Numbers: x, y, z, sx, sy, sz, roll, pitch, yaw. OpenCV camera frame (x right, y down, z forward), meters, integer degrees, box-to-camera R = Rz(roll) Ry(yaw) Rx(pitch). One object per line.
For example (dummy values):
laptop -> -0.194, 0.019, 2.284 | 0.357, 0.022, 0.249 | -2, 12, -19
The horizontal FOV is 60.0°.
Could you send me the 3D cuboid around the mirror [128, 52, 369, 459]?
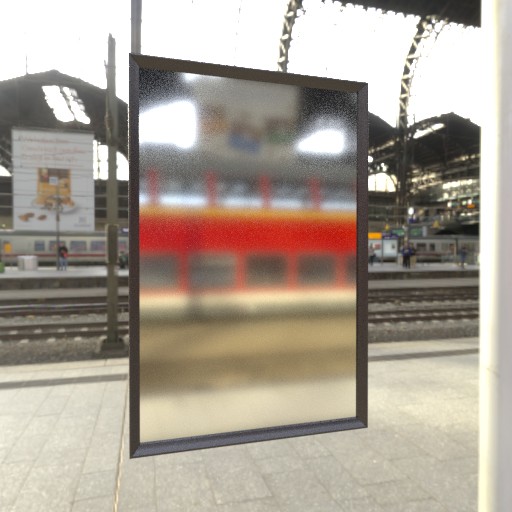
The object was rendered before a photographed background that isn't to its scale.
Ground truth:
mirror -> 0.000, 0.000, 1.103 | 0.609, 0.915, 0.041 | 0, 1, -17
